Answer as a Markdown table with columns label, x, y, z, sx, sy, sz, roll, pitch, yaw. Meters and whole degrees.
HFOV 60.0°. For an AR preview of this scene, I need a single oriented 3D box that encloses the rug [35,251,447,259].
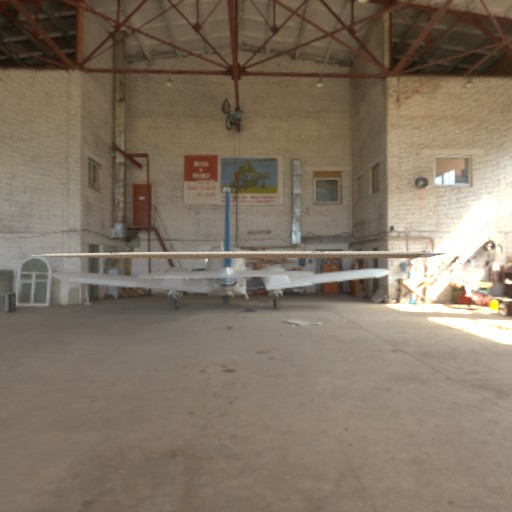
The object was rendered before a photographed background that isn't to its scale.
| label | x | y | z | sx | sy | sz | roll | pitch | yaw |
| --- | --- | --- | --- | --- | --- | --- | --- | --- | --- |
| rug | 0.000 | 0.000 | 3.971 | 3.027 | 0.028 | 2.125 | 0 | -1 | 18 |
